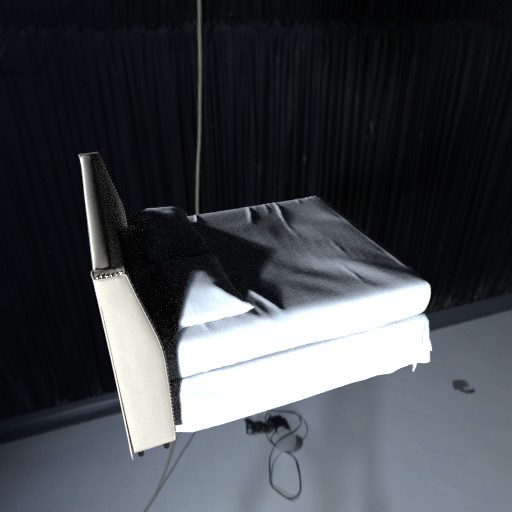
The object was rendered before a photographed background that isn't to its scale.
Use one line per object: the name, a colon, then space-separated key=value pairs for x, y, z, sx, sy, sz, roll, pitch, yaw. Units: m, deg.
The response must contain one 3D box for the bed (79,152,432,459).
bed: x=0.000 y=0.000 z=3.382 sx=2.276 sy=1.332 sz=1.925 roll=-11 pitch=33 yaw=-18
